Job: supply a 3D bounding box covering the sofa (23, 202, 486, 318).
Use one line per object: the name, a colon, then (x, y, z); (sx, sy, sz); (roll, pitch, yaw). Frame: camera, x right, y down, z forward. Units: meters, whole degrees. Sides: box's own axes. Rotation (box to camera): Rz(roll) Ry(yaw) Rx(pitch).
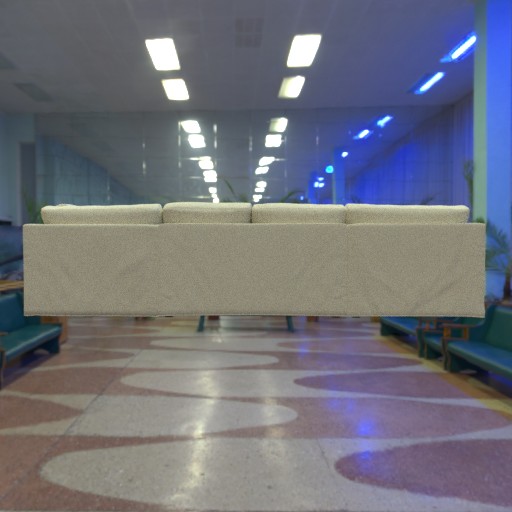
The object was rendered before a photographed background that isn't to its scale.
sofa: (0.000, 0.000, 4.471); (3.464, 0.882, 2.448); (0, 1, 0)
